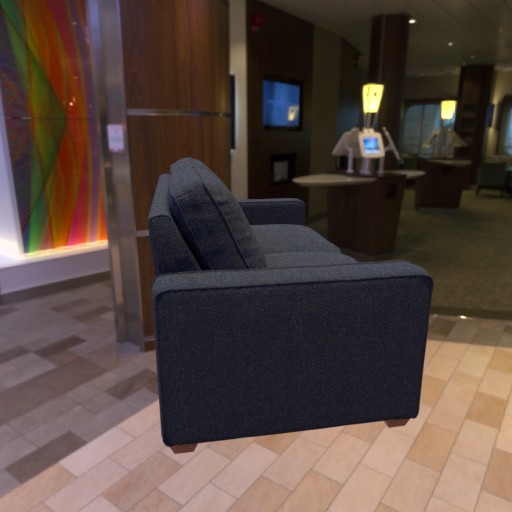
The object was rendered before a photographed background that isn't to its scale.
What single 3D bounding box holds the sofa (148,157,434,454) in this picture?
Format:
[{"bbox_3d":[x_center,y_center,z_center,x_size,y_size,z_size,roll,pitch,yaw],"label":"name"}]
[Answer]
[{"bbox_3d":[0.000,0.000,2.226,0.947,0.918,1.709,-3,16,-10],"label":"sofa"}]
